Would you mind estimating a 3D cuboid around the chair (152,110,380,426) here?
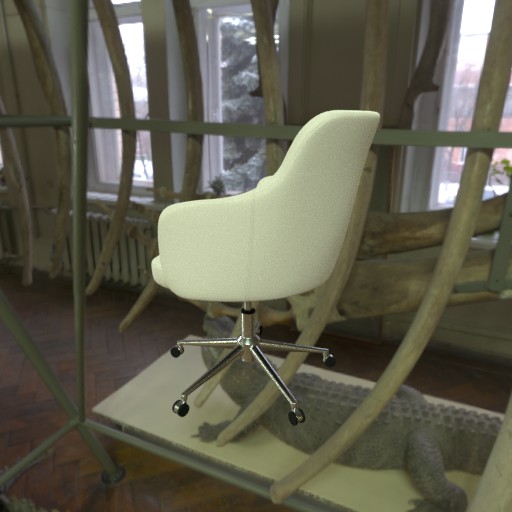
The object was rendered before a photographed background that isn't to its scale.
[{"bbox_3d":[0.000,0.000,1.318,0.647,0.819,0.602,8,19,24],"label":"chair"}]
